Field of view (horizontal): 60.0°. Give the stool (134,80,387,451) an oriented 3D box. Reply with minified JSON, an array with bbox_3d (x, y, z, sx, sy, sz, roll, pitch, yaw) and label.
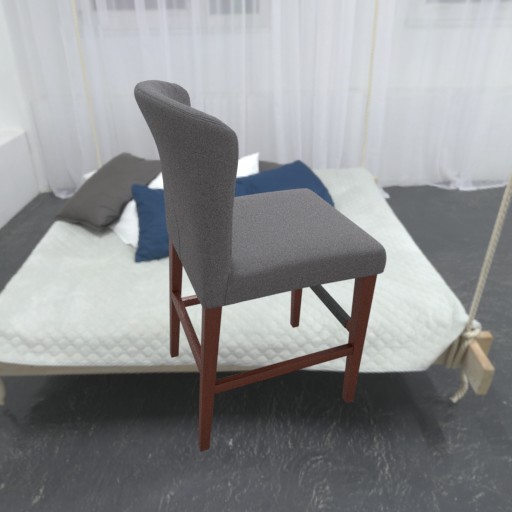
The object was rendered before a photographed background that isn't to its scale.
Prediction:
[{"bbox_3d":[0.000,0.000,1.295,0.568,0.968,0.481,-11,32,-18],"label":"stool"}]
